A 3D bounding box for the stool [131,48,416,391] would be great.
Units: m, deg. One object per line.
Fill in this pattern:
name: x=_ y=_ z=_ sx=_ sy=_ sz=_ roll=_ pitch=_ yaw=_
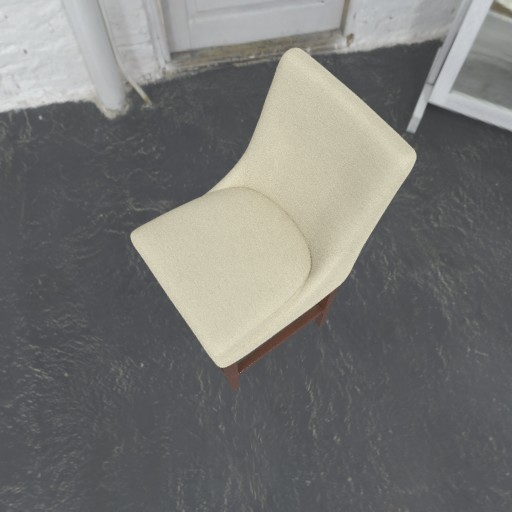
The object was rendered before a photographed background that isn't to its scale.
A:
stool: x=0.000 y=0.000 z=1.346 sx=0.577 sy=0.981 sz=0.470 roll=-33 pitch=68 yaw=-15
